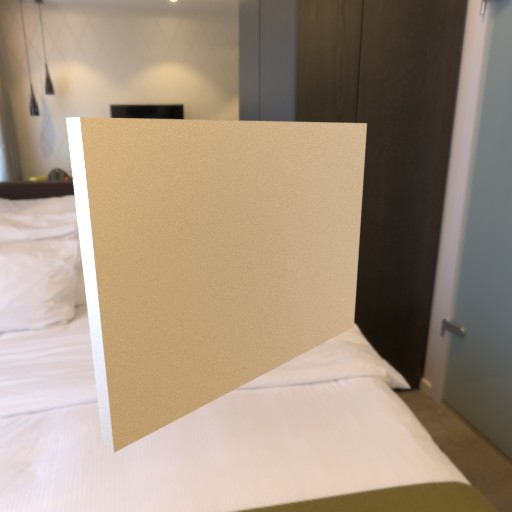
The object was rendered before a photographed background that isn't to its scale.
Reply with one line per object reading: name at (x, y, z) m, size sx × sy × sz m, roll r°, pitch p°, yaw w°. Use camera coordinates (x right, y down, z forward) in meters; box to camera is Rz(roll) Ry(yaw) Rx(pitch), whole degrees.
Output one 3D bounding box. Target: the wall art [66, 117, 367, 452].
wall art at (0.000, 0.000, 1.378) m, size 1.056 × 0.801 × 0.066 m, roll -15°, pitch 22°, yaw -42°
